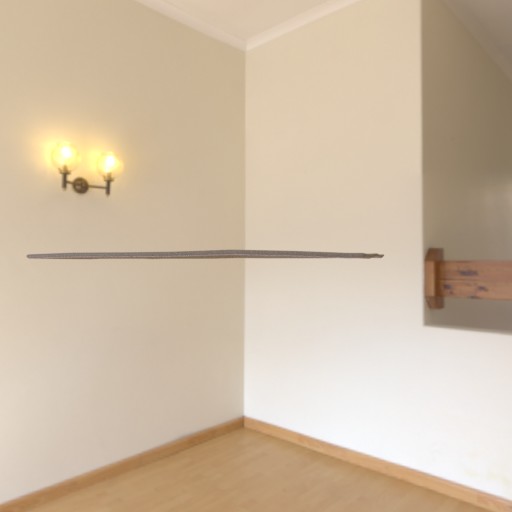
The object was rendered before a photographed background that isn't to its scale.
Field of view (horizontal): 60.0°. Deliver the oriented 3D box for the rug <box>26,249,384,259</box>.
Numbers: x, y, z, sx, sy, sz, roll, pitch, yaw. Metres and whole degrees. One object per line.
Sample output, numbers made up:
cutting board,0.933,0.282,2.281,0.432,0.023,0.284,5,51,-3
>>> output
rug,0.000,0.000,2.349,1.252,0.034,1.829,0,0,18
